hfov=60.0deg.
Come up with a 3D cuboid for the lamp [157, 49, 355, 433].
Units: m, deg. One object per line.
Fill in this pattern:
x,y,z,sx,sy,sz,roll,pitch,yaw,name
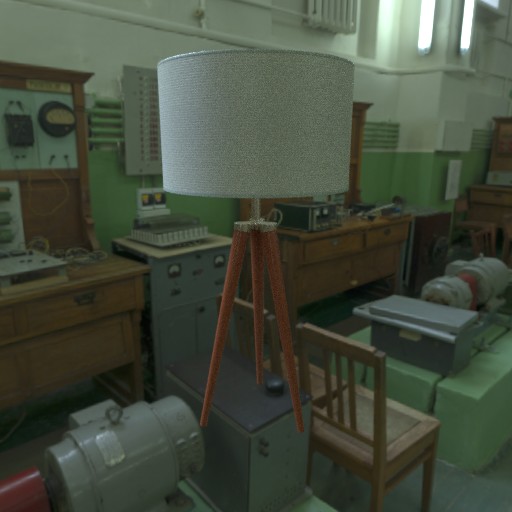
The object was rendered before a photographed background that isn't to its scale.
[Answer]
0.000,0.000,0.901,0.355,0.709,0.354,-13,19,-43,lamp
